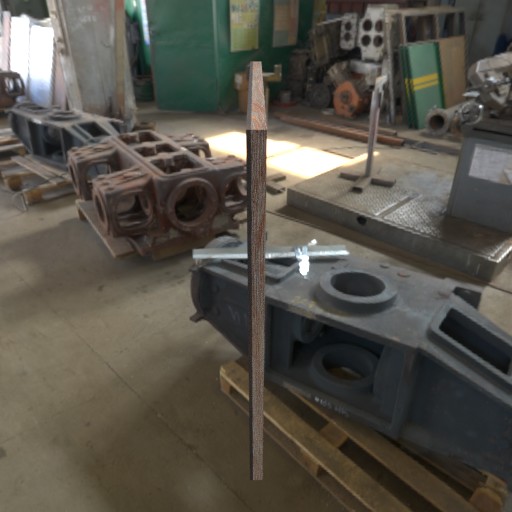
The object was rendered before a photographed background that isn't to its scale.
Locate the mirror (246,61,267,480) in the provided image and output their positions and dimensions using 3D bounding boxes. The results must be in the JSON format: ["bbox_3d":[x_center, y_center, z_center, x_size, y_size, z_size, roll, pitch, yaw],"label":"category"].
[{"bbox_3d":[0.000,0.000,1.206,0.032,0.882,0.730,0,31,0],"label":"mirror"}]
